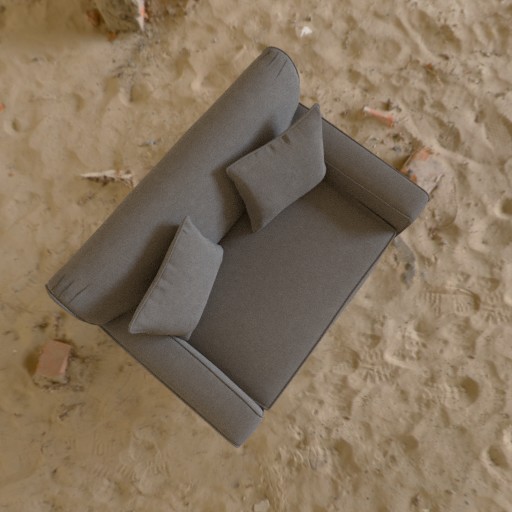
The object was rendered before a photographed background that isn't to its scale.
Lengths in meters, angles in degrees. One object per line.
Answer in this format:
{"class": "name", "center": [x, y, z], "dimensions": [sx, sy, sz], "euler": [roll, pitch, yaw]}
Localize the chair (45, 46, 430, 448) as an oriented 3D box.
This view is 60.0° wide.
{"class": "chair", "center": [0.000, 0.000, 2.092], "dimensions": [0.992, 0.953, 1.395], "euler": [38, 80, 8]}
